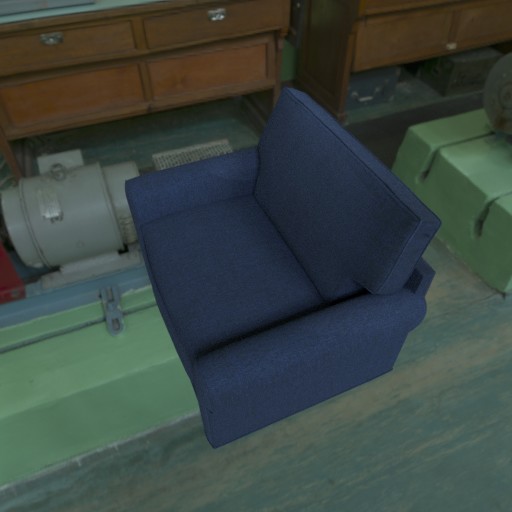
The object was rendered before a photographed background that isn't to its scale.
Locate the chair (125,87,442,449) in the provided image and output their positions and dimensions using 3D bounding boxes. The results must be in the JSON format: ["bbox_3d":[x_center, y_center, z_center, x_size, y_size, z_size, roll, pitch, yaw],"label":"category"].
[{"bbox_3d":[0.000,0.000,2.024,0.963,1.044,1.285,-18,50,-16],"label":"chair"}]
